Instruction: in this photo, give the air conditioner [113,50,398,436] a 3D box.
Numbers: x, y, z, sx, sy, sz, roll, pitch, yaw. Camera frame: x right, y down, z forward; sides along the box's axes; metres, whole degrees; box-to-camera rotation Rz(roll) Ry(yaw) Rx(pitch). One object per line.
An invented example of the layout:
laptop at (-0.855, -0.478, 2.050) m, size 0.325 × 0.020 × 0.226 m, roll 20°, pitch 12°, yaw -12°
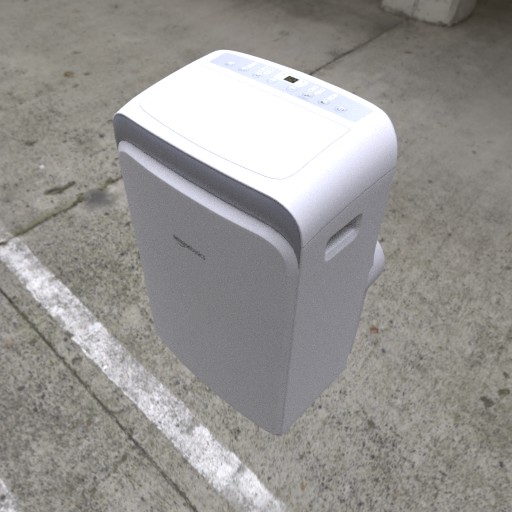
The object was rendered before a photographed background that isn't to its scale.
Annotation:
air conditioner at (0.000, 0.000, 0.926) m, size 0.454 × 0.700 × 0.365 m, roll 33°, pitch 55°, yaw 27°
